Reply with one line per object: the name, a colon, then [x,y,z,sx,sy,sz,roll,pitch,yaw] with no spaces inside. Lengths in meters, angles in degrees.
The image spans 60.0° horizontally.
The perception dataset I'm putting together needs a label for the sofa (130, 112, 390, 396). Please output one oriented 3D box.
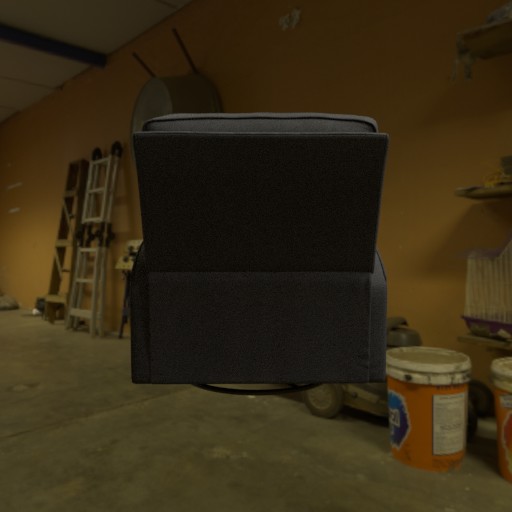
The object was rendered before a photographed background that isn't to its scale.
sofa: [0.000,0.000,2.012,0.861,0.959,1.472,0,0,-1]
